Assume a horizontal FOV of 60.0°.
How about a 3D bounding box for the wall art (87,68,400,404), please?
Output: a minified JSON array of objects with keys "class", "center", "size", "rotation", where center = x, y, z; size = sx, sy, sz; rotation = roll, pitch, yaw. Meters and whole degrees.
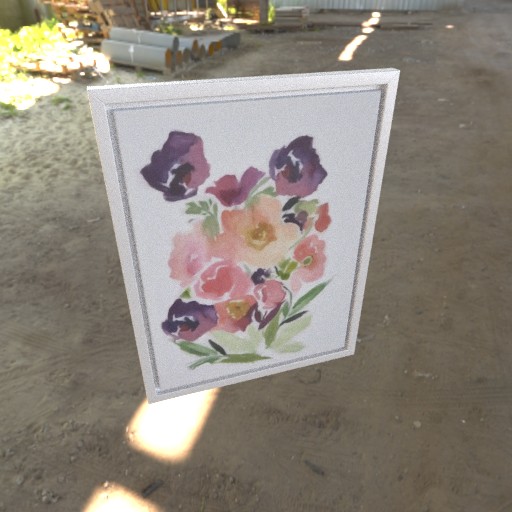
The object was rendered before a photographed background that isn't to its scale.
[{"class":"wall art","center":[0.000,0.000,1.391],"size":[0.805,1.056,0.042],"rotation":[-10,34,-15]}]
